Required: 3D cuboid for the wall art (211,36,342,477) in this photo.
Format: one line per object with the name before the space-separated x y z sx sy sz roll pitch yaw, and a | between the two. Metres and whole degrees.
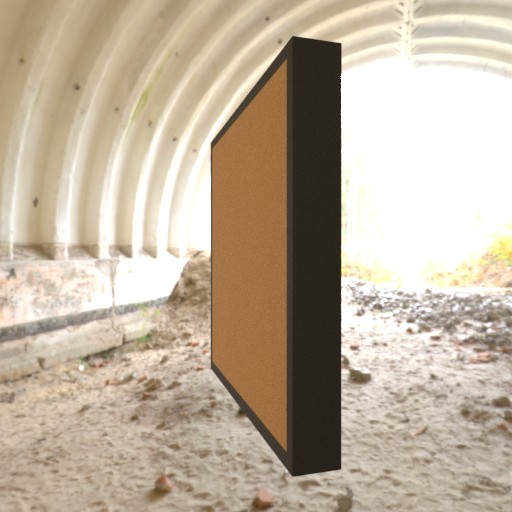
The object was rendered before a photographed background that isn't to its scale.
wall art | 0.000 0.000 0.455 0.038 0.304 0.304 0 0 -16
